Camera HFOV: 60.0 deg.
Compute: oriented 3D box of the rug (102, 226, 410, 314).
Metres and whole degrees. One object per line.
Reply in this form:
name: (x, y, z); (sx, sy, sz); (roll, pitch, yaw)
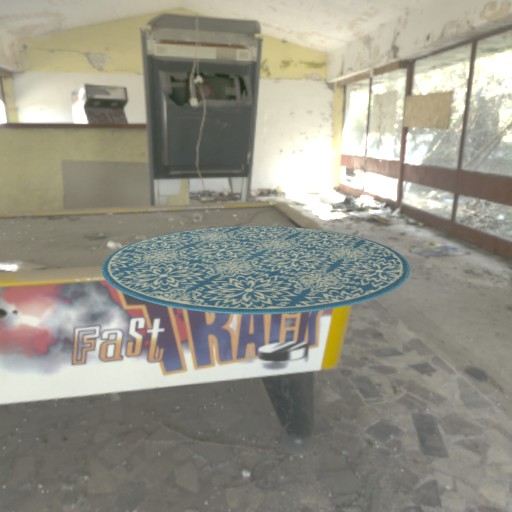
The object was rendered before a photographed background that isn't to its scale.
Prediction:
rug: (0.000, 0.000, 2.411); (1.593, 0.012, 1.593); (0, 16, 0)
